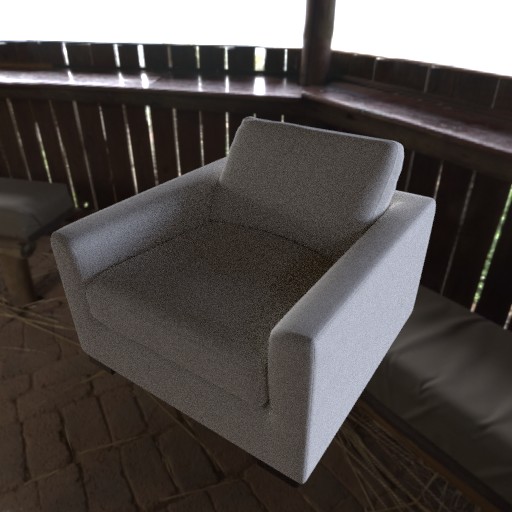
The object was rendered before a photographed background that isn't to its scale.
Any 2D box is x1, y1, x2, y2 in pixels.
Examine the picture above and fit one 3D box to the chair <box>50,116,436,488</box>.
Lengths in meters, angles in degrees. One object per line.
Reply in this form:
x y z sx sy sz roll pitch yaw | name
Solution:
0.000 0.000 1.778 1.070 0.876 1.100 19 35 29 | chair
